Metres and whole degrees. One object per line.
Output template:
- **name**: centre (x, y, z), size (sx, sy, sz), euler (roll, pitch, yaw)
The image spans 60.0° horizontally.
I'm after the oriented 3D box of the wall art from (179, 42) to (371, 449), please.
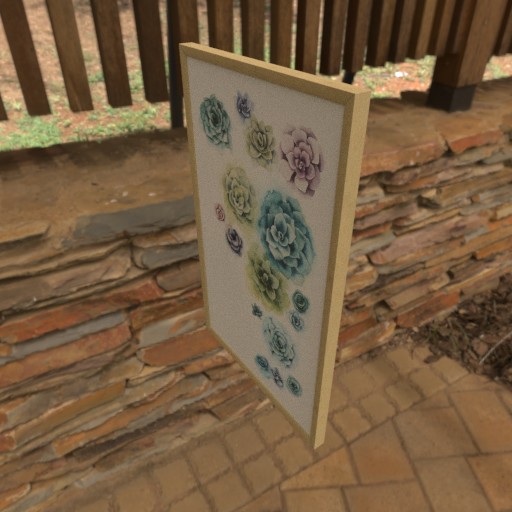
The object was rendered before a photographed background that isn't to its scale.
- **wall art**: centre (0.000, 0.000, 0.993), size (0.039, 0.810, 0.510), euler (-21, 39, -29)
